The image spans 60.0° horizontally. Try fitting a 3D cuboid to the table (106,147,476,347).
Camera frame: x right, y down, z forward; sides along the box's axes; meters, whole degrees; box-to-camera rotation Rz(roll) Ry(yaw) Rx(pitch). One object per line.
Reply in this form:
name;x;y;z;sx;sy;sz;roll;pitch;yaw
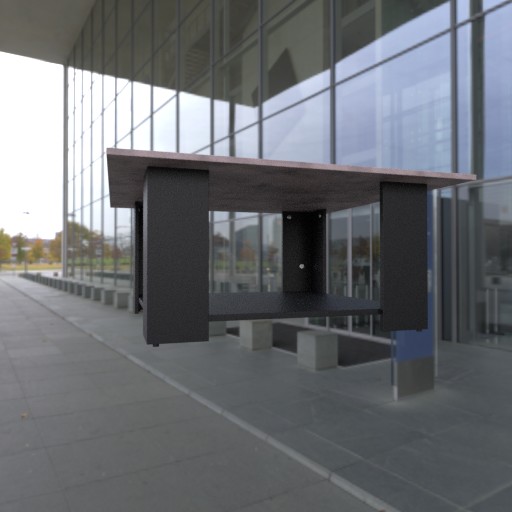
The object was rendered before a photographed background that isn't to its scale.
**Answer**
table;0.000;0.000;1.061;0.670;0.305;0.670;0;-1;-18
